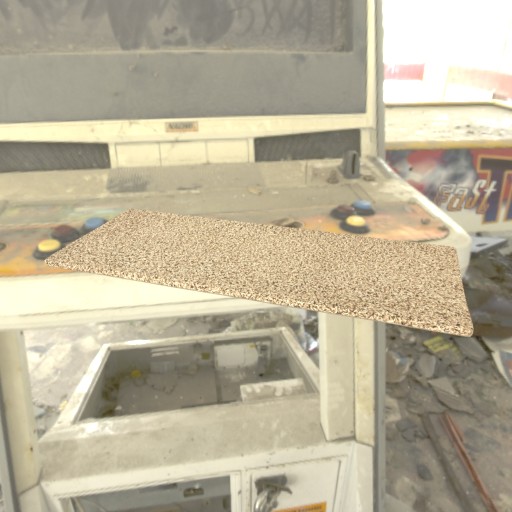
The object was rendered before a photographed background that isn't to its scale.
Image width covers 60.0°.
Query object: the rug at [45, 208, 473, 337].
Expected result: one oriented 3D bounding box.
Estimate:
[{"bbox_3d":[0.000,0.000,1.758,1.524,0.030,0.609,8,27,16],"label":"rug"}]
